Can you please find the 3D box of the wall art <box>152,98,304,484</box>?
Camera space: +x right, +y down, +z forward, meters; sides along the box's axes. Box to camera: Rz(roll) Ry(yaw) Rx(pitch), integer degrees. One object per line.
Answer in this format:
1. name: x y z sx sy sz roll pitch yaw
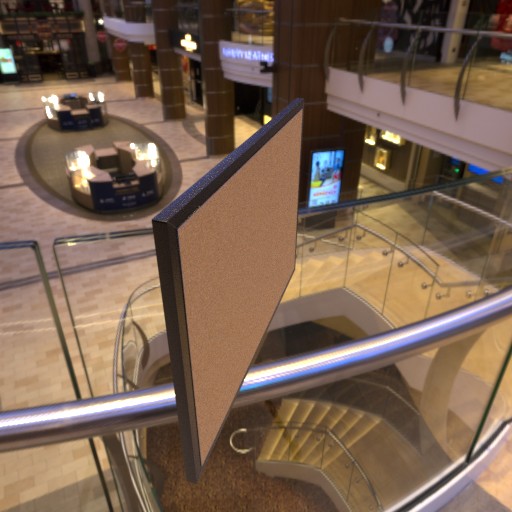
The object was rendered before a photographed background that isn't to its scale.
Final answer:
1. wall art: 0.000 0.000 0.568 0.013 0.306 0.440 9 32 15
